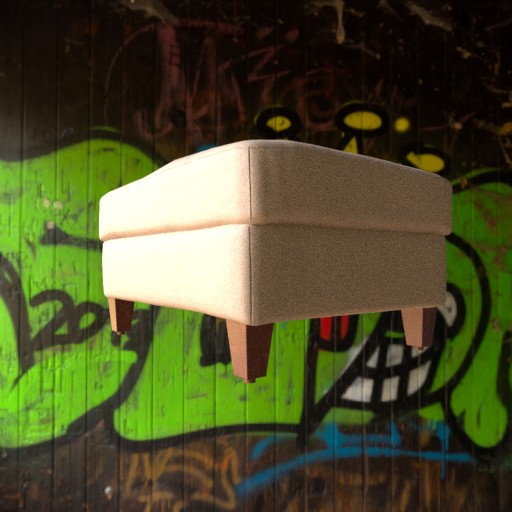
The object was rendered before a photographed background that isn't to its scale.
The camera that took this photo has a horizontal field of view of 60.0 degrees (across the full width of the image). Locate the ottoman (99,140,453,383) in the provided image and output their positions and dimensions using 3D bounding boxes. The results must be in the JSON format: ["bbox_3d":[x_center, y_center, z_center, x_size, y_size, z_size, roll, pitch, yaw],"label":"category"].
[{"bbox_3d":[0.000,0.000,1.335,0.692,0.511,0.902,1,-1,-36],"label":"ottoman"}]
